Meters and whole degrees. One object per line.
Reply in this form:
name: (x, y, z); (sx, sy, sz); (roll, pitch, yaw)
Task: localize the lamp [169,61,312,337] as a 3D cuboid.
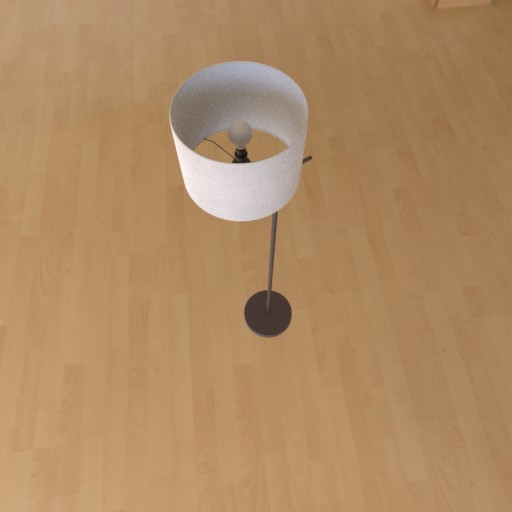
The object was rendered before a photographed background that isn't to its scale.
lamp: (0.000, 0.000, 1.750); (0.416, 1.600, 0.324); (-29, 67, -14)
